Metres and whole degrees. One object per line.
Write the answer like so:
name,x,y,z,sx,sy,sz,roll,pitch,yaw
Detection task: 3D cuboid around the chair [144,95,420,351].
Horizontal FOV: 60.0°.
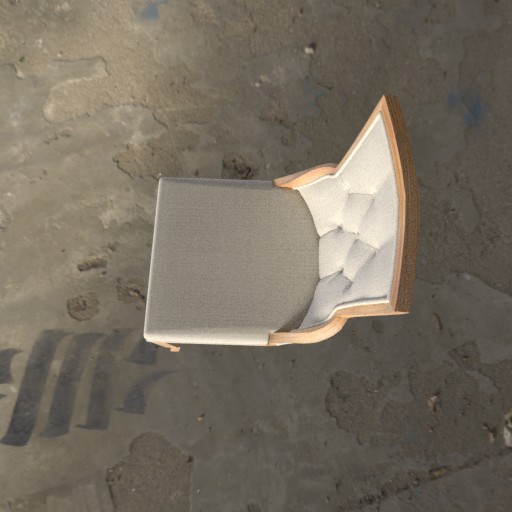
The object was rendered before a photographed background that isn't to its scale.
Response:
chair,0.000,0.000,1.322,0.641,0.947,0.524,2,75,1
